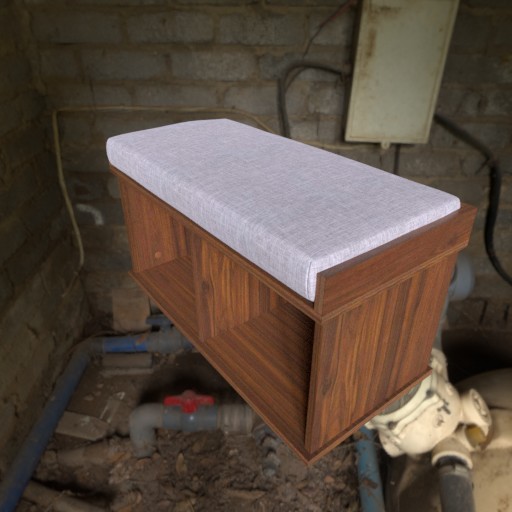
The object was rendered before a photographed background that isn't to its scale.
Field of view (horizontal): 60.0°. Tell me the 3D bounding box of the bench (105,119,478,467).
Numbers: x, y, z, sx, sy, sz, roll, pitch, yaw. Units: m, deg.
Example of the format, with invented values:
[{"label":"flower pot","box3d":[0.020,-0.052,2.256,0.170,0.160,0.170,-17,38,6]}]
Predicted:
[{"label":"bench","box3d":[0.000,0.000,0.991,0.362,0.461,0.734,-21,37,-31]}]
